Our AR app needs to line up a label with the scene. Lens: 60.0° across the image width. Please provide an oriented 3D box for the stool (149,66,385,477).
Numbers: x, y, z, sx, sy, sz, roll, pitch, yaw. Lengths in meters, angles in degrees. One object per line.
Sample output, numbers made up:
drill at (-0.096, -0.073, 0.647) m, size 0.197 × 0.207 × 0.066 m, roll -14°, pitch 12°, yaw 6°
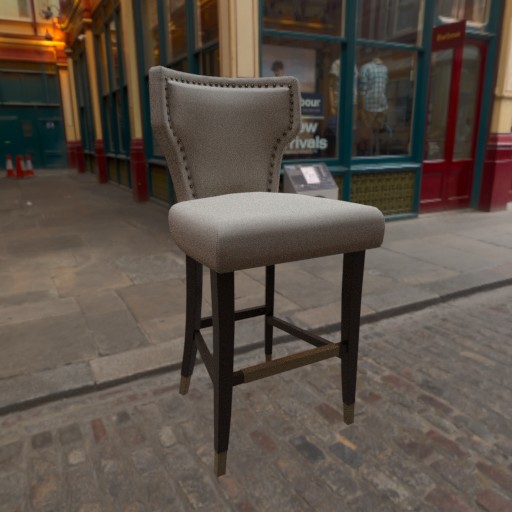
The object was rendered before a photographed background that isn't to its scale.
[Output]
stool at (0.000, 0.000, 1.365) m, size 0.526 × 1.092 × 0.563 m, roll -8°, pitch 17°, yaw -28°
